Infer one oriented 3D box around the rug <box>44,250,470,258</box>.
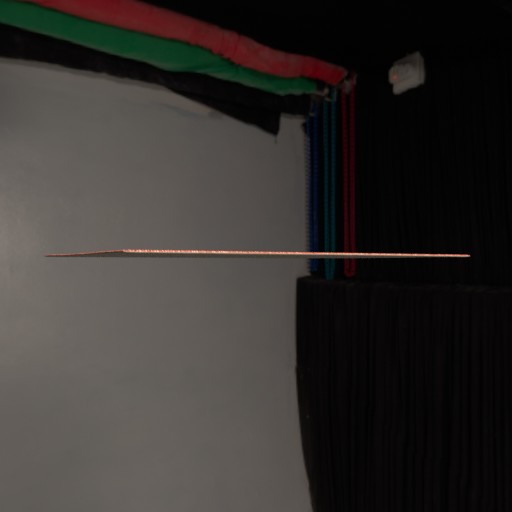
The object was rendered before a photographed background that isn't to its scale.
[{"bbox_3d":[0.000,0.000,5.048,3.965,0.025,2.803,1,-1,-35],"label":"rug"}]
